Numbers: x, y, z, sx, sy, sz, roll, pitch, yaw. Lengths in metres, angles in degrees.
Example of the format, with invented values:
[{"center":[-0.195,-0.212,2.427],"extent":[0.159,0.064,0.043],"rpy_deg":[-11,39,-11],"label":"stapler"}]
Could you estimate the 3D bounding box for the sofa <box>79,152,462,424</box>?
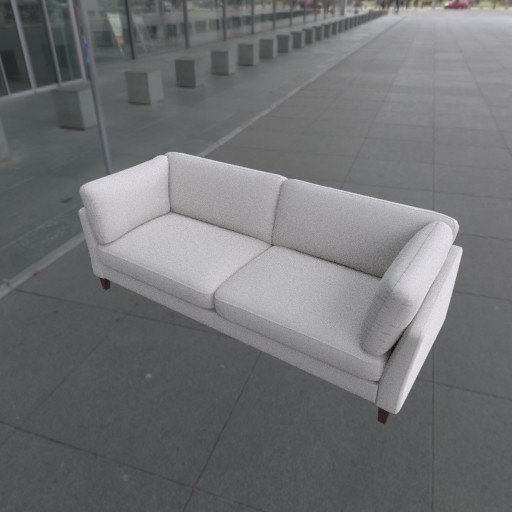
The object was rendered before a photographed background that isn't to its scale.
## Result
[{"center":[0.000,0.000,2.839],"extent":[2.301,0.863,0.957],"rpy_deg":[19,35,29],"label":"sofa"}]
